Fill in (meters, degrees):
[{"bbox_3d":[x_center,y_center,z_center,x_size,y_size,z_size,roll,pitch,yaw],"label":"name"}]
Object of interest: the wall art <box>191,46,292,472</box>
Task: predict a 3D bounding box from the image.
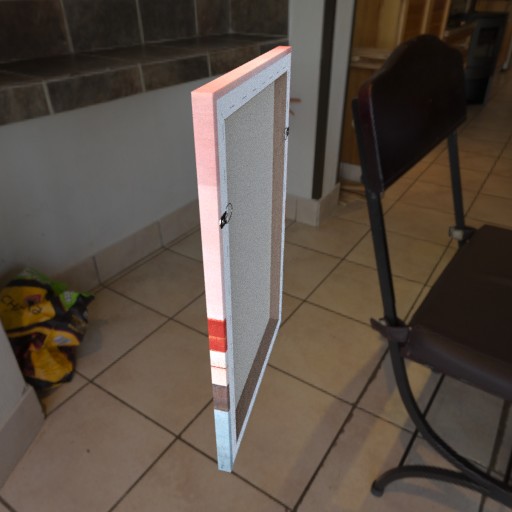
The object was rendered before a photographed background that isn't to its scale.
[{"bbox_3d":[0.000,0.000,1.135,0.038,0.914,0.610,8,32,13],"label":"wall art"}]
